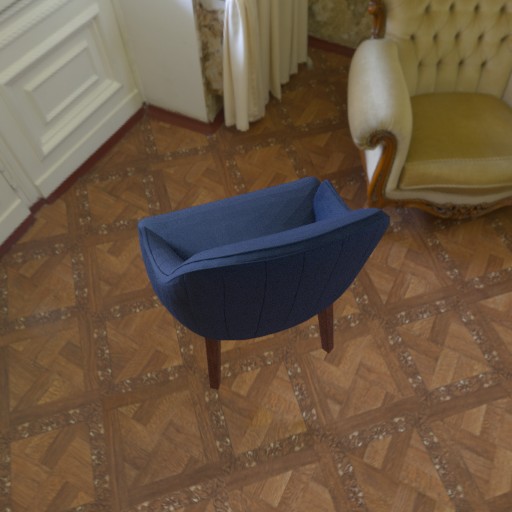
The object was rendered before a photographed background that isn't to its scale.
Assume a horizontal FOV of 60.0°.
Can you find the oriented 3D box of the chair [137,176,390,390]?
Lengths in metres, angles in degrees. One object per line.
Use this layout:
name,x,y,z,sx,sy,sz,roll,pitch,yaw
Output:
chair,0.000,0.000,1.298,0.643,0.889,0.575,-16,59,-10
